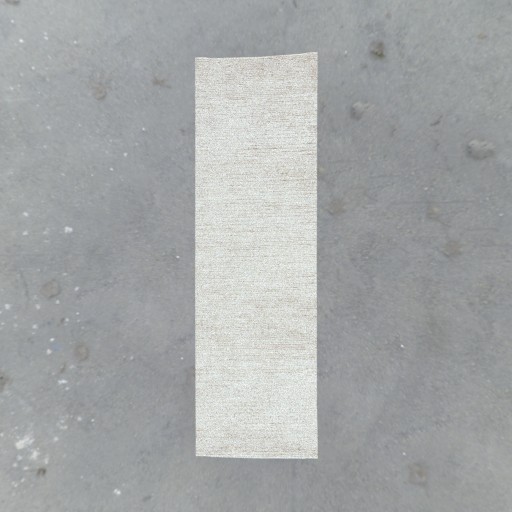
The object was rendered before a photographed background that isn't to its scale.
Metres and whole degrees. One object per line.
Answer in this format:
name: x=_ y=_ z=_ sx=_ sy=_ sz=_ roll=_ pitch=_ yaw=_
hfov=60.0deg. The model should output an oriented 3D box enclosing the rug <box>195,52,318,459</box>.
rug: x=0.000 y=0.000 z=2.569 sx=0.712 sy=0.013 sz=2.346 roll=0 pitch=90 yaw=3
